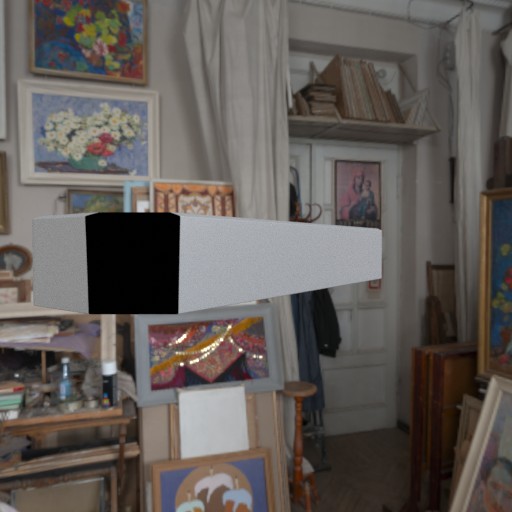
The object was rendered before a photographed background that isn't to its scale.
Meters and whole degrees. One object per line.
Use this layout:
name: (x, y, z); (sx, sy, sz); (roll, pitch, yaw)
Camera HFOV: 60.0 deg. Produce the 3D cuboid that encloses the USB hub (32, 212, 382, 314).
USB hub: (0.000, 0.000, 0.162); (0.044, 0.023, 0.145); (1, 2, 36)
